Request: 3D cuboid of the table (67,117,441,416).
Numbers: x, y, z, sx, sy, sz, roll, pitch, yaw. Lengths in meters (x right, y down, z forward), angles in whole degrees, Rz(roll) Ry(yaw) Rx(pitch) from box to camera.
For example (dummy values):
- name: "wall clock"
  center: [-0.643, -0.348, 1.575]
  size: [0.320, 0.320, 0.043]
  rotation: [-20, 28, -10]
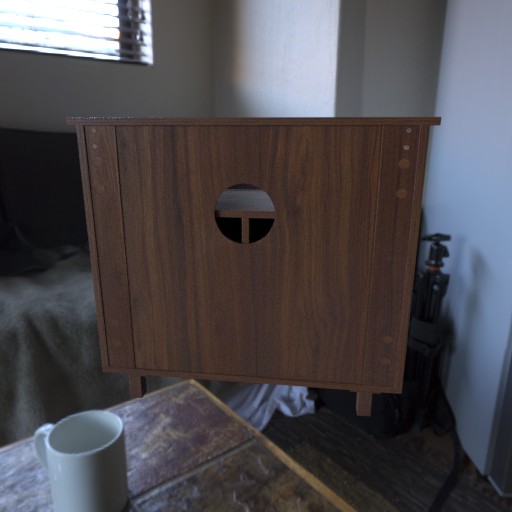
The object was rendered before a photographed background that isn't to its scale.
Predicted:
- name: "table"
  center: [0.000, 0.000, 1.226]
  size: [0.802, 0.725, 0.390]
  rotation: [2, 16, 7]
